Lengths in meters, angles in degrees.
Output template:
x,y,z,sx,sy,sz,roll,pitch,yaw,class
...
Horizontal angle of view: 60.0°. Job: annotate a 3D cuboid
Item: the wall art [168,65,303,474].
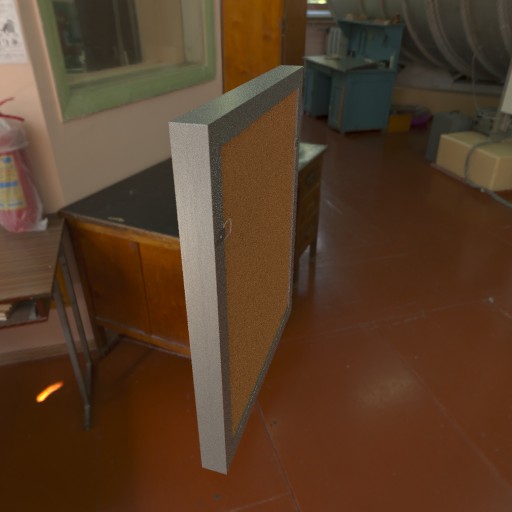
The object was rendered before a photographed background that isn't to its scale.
x,y,z,sx,sy,sz,roll,pitch,yaw,class
0.000,0.000,0.522,0.030,0.379,0.308,9,31,15,wall art
